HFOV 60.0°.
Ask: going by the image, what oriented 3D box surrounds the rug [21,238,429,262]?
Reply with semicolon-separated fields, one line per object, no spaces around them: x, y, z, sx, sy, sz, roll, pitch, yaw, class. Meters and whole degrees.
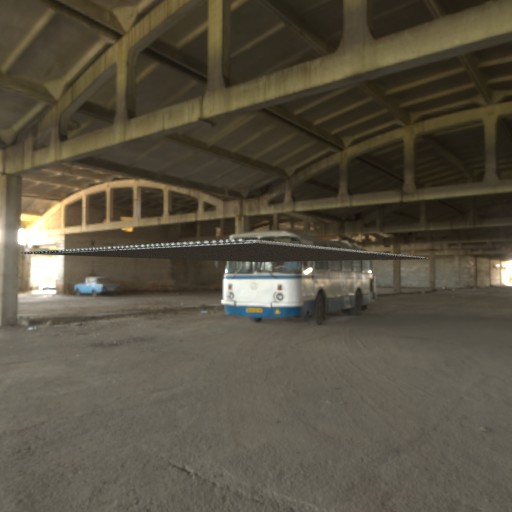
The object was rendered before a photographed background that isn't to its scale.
0.000;0.000;2.956;1.600;0.013;2.312;-2;-3;37;rug
